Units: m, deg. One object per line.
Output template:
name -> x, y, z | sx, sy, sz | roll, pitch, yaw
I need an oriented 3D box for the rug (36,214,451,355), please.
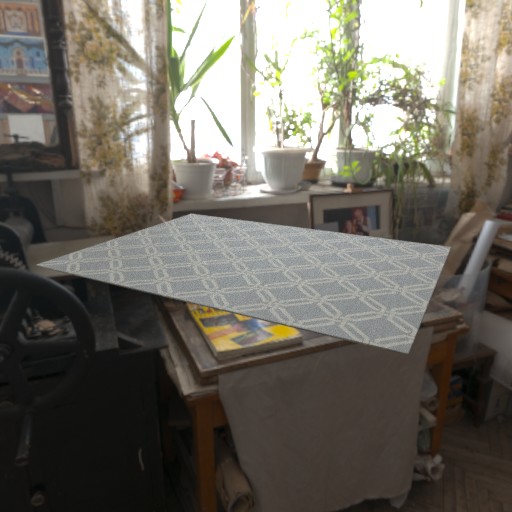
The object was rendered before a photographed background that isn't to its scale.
rug -> 0.000, 0.000, 4.394 | 3.353, 0.013, 2.438 | 10, 20, 27
